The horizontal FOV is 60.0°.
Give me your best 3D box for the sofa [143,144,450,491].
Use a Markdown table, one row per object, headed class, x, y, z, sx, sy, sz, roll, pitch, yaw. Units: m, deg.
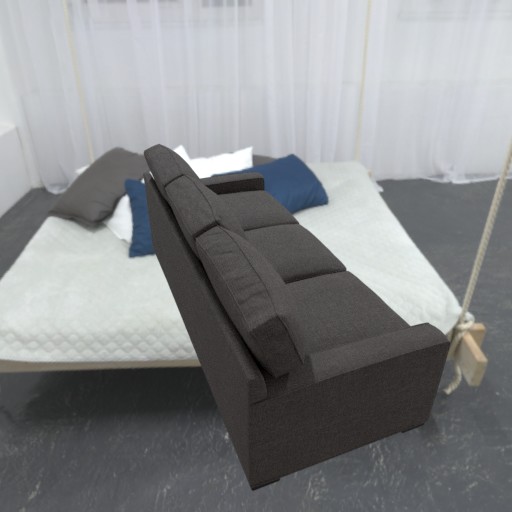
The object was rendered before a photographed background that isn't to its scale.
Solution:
| class | x | y | z | sx | sy | sz | roll | pitch | yaw |
| --- | --- | --- | --- | --- | --- | --- | --- | --- | --- |
| sofa | 0.000 | 0.000 | 2.846 | 1.004 | 0.978 | 2.369 | -12 | 33 | -19 |
